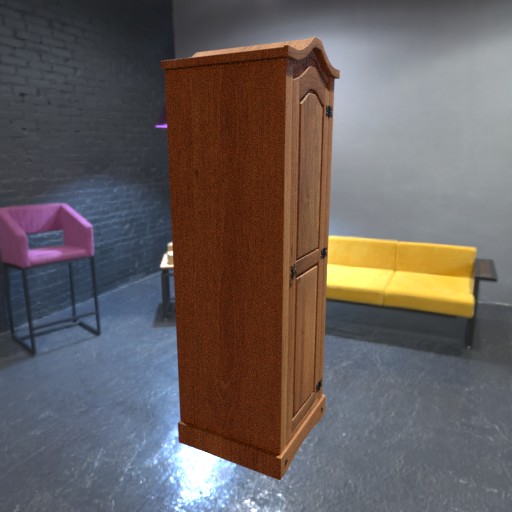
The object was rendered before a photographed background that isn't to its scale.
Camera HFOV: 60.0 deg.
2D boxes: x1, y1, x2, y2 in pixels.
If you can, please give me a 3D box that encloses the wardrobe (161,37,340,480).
[{"bbox_3d":[0.000,0.000,2.136,0.570,1.870,0.590,7,15,27],"label":"wardrobe"}]
